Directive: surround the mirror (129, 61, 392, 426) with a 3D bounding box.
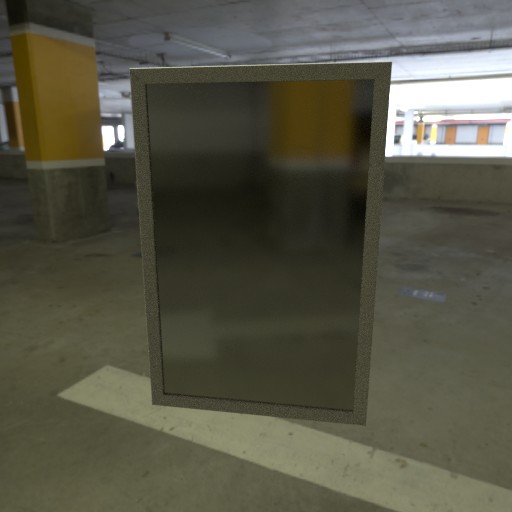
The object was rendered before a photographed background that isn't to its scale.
[{"bbox_3d":[0.000,0.000,1.150,0.609,0.914,0.041,2,15,9],"label":"mirror"}]
